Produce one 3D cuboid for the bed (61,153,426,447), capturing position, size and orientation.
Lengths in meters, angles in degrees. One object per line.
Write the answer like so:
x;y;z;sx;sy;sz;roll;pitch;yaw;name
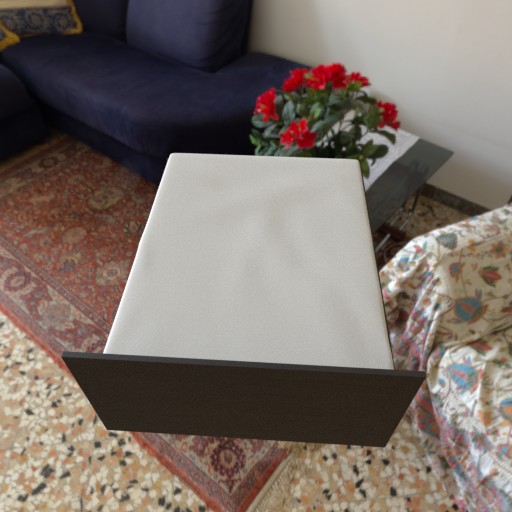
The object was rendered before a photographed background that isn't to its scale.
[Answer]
0.000;0.000;2.915;1.585;0.823;2.073;3;47;2;bed
